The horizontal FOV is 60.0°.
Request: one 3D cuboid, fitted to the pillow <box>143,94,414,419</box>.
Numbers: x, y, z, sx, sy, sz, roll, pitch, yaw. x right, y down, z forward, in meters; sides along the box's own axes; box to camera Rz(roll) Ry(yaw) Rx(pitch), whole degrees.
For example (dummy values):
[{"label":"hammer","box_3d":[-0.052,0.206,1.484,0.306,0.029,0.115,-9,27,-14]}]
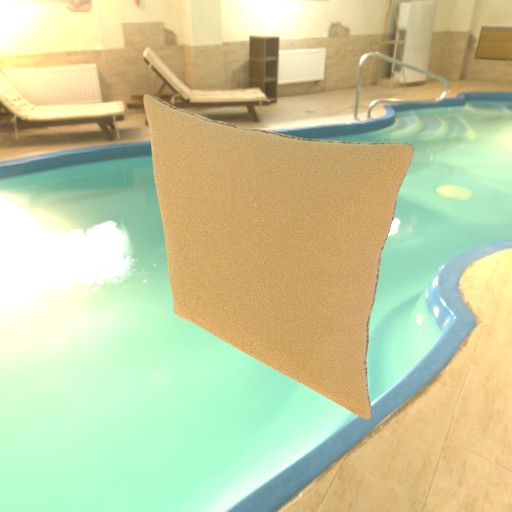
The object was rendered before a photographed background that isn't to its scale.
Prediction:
[{"label":"pillow","box_3d":[0.000,0.000,0.814,0.523,0.510,0.166,22,37,33]}]
